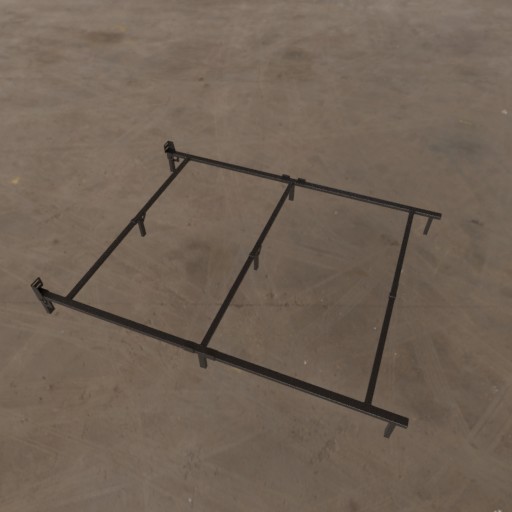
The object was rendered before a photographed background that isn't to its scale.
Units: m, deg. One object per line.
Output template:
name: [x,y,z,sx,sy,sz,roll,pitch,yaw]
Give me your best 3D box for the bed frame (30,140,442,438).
bed frame: [0.000,0.000,2.667,1.990,0.248,1.498,16,49,14]
